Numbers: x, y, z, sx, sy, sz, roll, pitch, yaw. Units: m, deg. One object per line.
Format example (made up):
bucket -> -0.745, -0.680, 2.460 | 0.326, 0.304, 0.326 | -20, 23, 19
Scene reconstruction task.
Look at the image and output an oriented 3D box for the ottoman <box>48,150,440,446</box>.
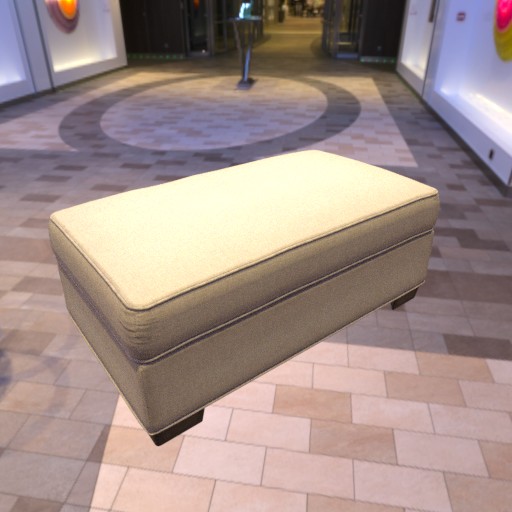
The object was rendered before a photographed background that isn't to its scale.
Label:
ottoman -> 0.000, 0.000, 1.450 | 1.097, 0.461, 0.617 | -21, 36, -32
